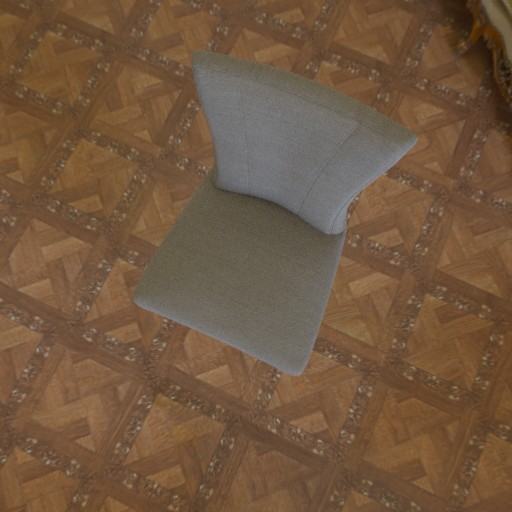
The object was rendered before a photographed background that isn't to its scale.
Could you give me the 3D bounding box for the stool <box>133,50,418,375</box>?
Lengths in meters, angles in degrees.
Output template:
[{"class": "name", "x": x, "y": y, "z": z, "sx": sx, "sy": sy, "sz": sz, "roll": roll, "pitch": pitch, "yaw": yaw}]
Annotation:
[{"class": "stool", "x": 0.000, "y": 0.000, "z": 1.382, "sx": 0.514, "sy": 1.086, "sz": 0.574, "roll": 23, "pitch": 78, "yaw": 5}]
